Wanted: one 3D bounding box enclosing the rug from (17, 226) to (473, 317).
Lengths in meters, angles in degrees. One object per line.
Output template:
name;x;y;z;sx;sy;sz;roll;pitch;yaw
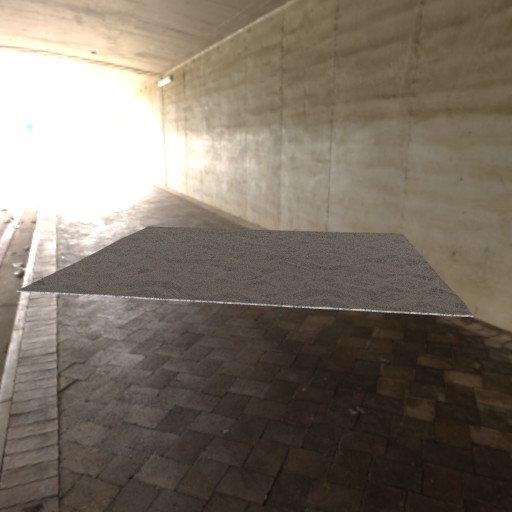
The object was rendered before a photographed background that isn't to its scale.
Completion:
rug;0.000;0.000;4.060;3.054;0.030;2.430;2;15;8
